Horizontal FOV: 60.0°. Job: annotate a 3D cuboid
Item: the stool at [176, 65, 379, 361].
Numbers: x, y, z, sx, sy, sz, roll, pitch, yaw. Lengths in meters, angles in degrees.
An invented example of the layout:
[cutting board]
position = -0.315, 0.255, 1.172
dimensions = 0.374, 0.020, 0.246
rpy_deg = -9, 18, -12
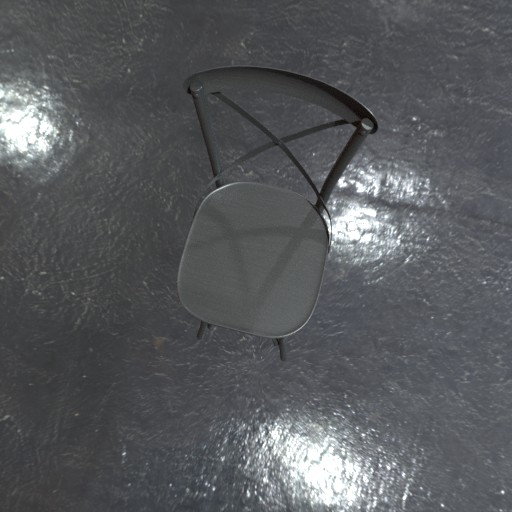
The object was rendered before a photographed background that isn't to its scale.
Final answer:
[stool]
position = 0.000, 0.000, 1.483
dimensions = 0.457, 1.168, 0.584
rpy_deg = 14, 76, 3
